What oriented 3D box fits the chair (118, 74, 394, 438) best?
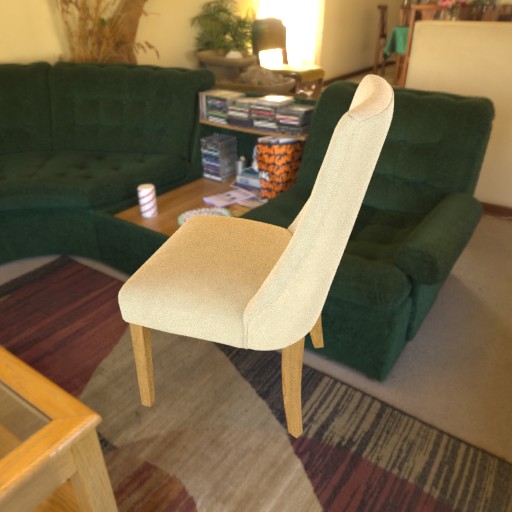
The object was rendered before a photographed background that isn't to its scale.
[{"bbox_3d":[0.000,0.000,1.225,0.610,0.902,0.495,9,31,14],"label":"chair"}]
